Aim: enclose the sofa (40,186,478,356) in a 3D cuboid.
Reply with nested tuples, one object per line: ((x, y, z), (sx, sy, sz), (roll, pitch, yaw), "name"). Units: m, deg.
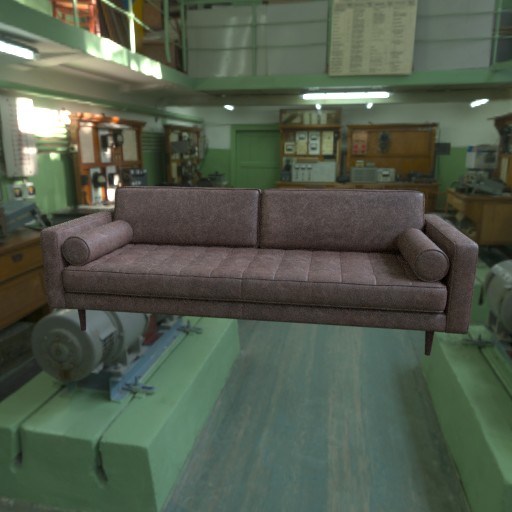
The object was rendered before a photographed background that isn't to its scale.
((0.000, 0.000, 2.628), (2.210, 0.762, 0.914), (2, 14, 9), "sofa")
